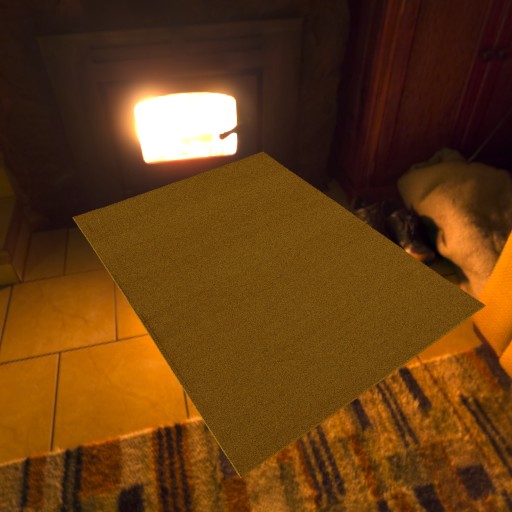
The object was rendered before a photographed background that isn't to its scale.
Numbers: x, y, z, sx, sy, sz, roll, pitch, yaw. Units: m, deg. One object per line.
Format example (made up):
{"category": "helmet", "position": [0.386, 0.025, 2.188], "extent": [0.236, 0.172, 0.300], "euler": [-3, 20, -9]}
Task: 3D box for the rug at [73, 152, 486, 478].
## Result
{"category": "rug", "position": [0.000, 0.000, 4.135], "extent": [2.434, 0.045, 3.202], "euler": [-25, 47, -25]}
